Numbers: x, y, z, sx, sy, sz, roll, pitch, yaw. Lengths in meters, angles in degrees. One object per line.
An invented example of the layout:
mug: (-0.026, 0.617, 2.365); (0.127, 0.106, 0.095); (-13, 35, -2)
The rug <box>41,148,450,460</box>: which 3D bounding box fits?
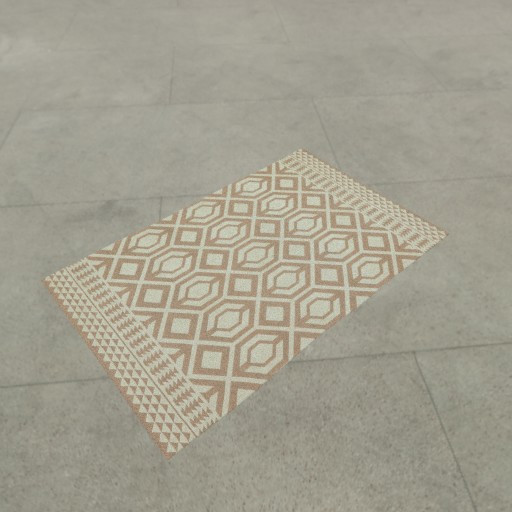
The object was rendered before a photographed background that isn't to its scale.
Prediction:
rug: (0.000, 0.000, 3.077); (2.435, 0.011, 1.526); (-32, 54, -27)
